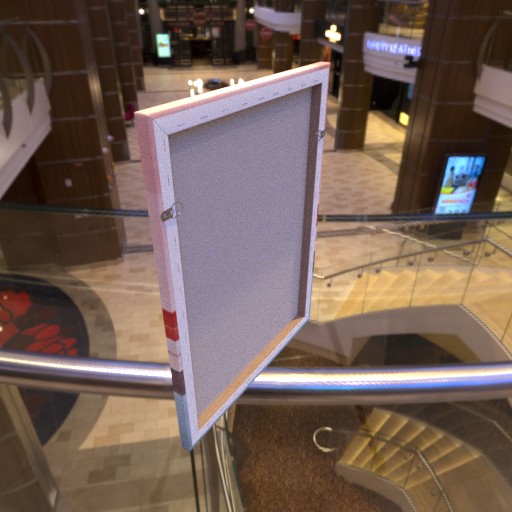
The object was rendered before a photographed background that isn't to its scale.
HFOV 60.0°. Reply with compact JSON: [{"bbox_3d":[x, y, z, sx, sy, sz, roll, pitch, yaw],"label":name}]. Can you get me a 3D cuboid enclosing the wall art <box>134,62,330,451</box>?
[{"bbox_3d":[0.000,0.000,1.366,0.039,1.016,0.761,20,37,29],"label":"wall art"}]
